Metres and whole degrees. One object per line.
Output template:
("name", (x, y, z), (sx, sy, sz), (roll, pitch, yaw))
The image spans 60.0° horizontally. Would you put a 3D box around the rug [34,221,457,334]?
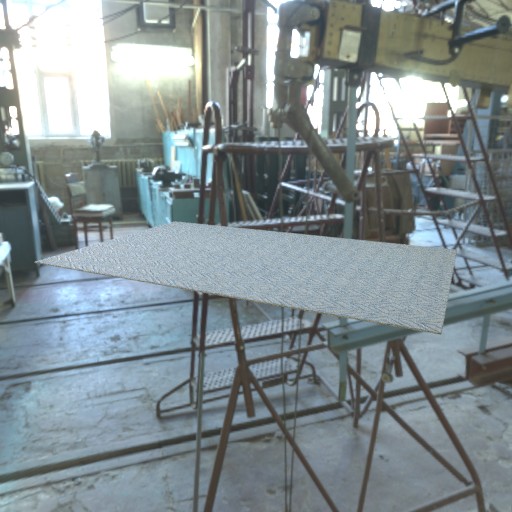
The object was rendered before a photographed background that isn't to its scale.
("rug", (0.000, 0.000, 3.006), (2.441, 0.008, 1.526), (7, 17, 25))
